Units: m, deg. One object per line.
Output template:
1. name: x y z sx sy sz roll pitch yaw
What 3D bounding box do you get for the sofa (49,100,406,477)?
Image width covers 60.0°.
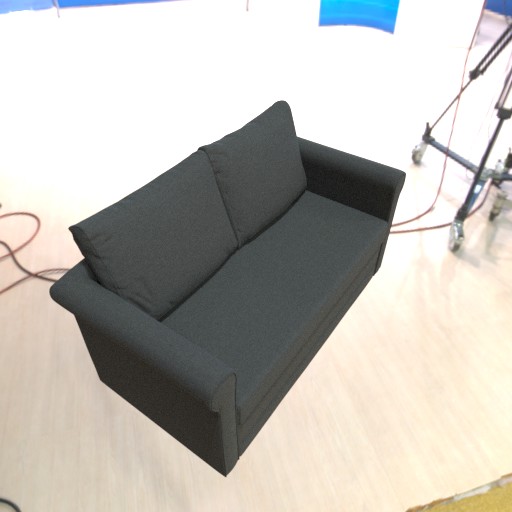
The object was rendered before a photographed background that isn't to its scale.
1. sofa: 0.000 0.000 1.944 0.741 0.872 1.460 26 48 25
